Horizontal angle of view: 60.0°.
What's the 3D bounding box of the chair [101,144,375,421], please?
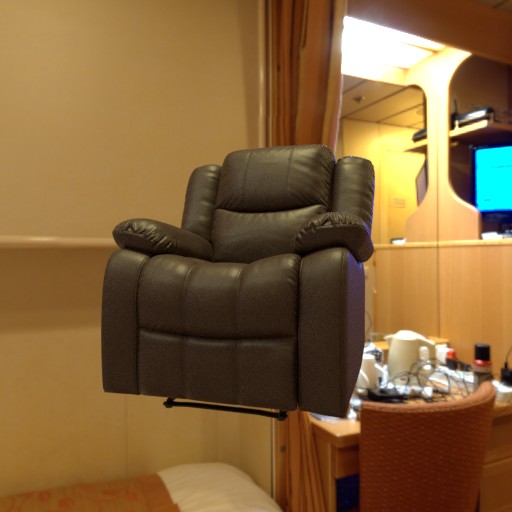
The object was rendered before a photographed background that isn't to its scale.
[{"bbox_3d":[0.000,0.000,1.754,0.899,1.009,0.934,0,0,18],"label":"chair"}]
